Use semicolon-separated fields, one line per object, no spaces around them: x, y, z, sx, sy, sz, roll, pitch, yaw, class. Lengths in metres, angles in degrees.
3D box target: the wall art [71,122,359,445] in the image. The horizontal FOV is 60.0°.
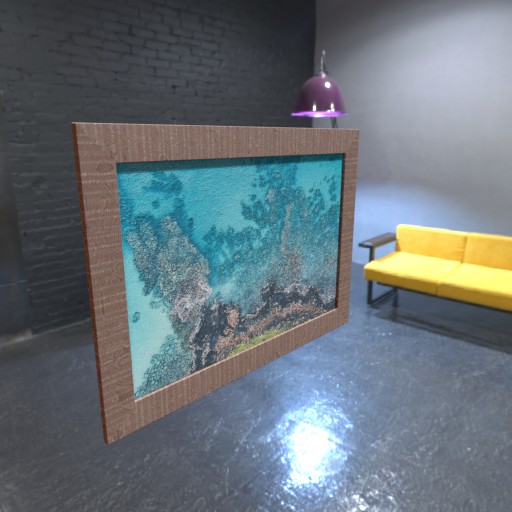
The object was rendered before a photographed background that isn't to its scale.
0.000;0.000;1.360;0.020;0.761;1.056;14;21;43;wall art
